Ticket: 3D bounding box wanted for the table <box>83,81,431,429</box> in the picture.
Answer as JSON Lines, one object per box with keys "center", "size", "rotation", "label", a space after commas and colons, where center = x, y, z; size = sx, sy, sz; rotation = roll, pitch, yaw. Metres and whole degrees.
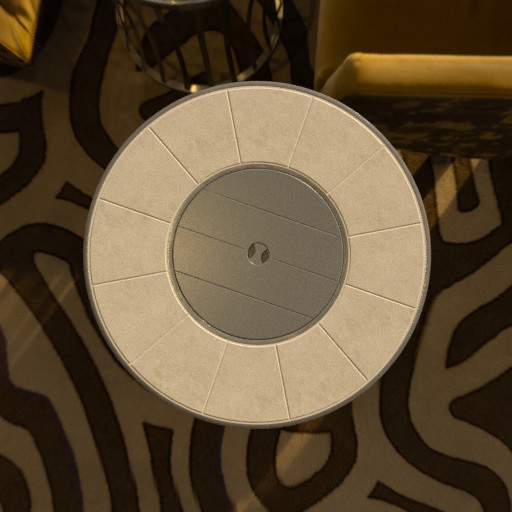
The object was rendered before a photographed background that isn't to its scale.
{"center": [0.000, 0.000, 1.490], "size": [0.914, 0.650, 0.914], "rotation": [0, 89, -1], "label": "table"}
